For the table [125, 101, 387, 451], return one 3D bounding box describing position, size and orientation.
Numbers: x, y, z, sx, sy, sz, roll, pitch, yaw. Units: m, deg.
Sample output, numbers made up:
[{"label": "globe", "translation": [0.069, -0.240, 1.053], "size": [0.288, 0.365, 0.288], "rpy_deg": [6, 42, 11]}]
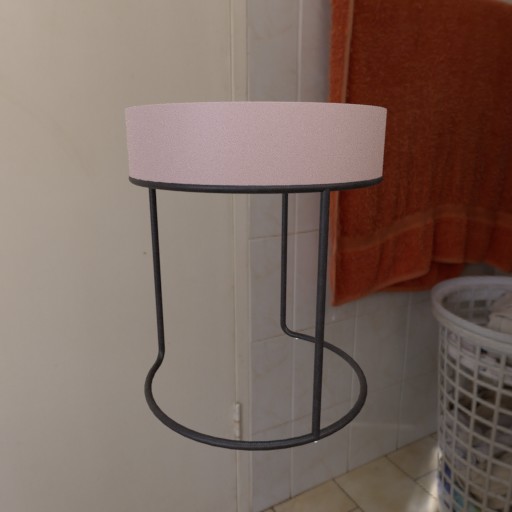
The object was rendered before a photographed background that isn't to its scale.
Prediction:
[{"label": "table", "translation": [0.000, 0.000, 0.853], "size": [0.450, 0.530, 0.450], "rpy_deg": [0, 15, 0]}]
